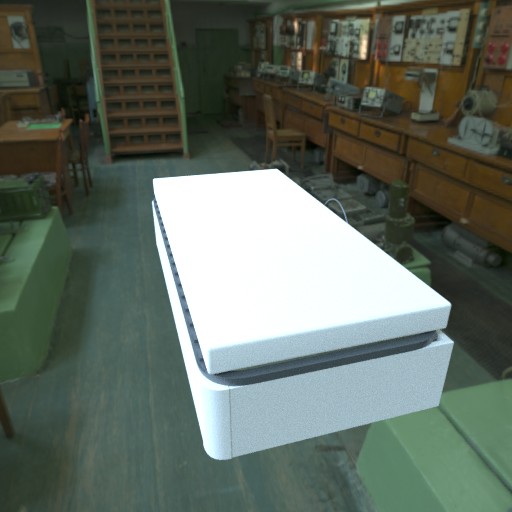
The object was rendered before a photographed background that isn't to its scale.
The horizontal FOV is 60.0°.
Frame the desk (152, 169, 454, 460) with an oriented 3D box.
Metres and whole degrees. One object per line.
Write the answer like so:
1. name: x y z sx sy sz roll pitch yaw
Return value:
1. desk: 0.000 0.000 2.290 0.900 0.526 1.900 -7 27 -15
